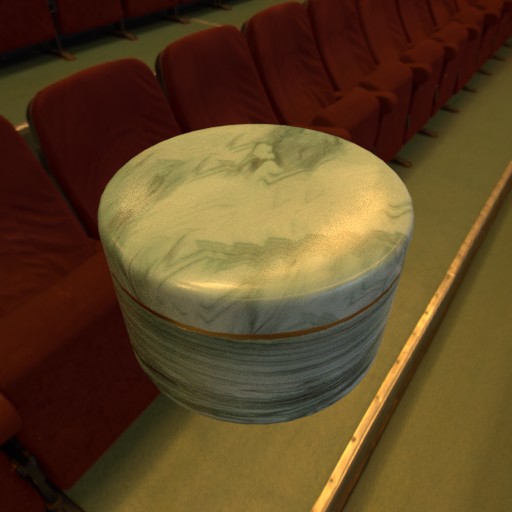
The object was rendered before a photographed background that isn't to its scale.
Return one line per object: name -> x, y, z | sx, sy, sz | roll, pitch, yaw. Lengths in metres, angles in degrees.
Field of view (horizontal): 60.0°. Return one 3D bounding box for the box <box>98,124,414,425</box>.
box -> 0.000, 0.000, 0.163 | 0.101, 0.063, 0.101 | 0, 41, 0
